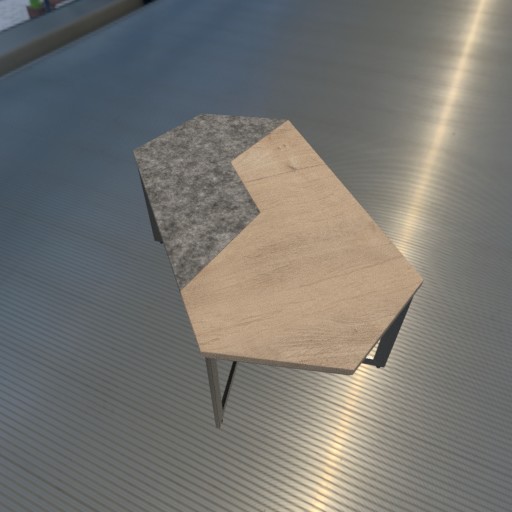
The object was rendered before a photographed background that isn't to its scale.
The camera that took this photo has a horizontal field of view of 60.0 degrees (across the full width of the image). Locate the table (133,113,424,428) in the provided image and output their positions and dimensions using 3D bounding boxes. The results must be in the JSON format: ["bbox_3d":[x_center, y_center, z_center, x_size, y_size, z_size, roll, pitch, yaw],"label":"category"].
[{"bbox_3d":[0.000,0.000,1.542,0.609,0.457,1.219,-15,48,-14],"label":"table"}]
